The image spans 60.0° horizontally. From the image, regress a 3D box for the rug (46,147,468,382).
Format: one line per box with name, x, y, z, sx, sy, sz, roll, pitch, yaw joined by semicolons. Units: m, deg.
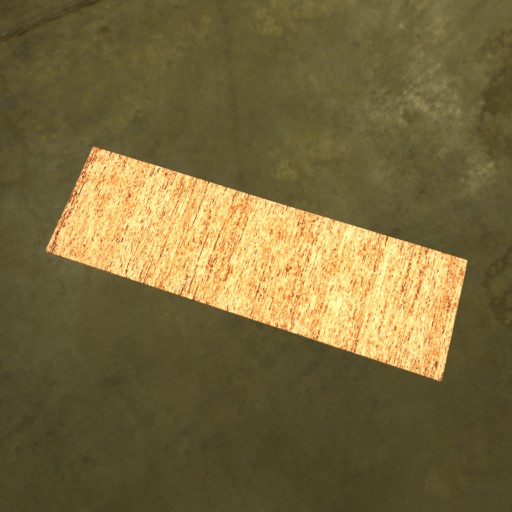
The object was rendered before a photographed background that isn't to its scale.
rug;0.000;0.000;2.453;2.237;0.014;0.680;18;76;4
